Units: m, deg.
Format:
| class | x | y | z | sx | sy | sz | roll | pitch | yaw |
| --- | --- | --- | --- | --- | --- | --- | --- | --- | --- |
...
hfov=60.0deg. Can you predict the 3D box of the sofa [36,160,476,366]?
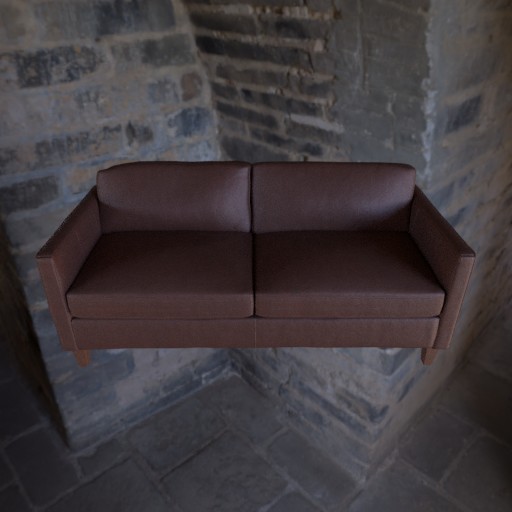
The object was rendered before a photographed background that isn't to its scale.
| class | x | y | z | sx | sy | sz | roll | pitch | yaw |
| --- | --- | --- | --- | --- | --- | --- | --- | --- | --- |
| sofa | 0.000 | 0.000 | 2.428 | 1.971 | 0.863 | 0.923 | 0 | 30 | 0 |
